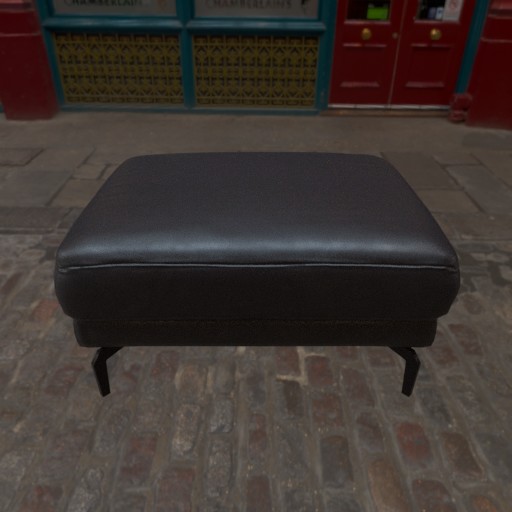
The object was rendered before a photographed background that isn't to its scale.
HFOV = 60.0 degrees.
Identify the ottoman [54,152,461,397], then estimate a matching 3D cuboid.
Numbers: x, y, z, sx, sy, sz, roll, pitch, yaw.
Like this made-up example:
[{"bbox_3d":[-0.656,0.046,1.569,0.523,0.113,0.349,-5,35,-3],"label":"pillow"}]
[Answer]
[{"bbox_3d":[0.000,0.000,1.080,0.764,0.402,0.570,0,31,0],"label":"ottoman"}]
